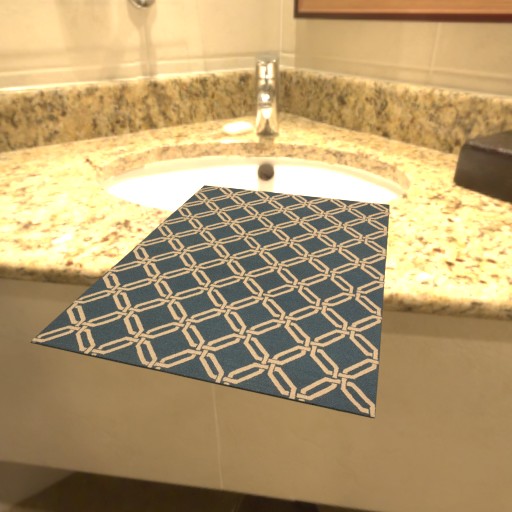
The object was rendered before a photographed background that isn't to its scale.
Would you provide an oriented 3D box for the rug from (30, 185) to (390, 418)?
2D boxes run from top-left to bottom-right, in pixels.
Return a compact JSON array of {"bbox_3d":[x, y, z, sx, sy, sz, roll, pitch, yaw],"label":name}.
[{"bbox_3d":[0.000,0.000,4.298,2.432,0.018,3.342,8,30,14],"label":"rug"}]
